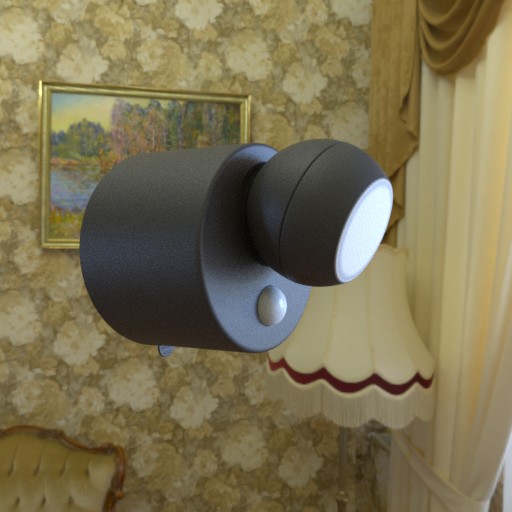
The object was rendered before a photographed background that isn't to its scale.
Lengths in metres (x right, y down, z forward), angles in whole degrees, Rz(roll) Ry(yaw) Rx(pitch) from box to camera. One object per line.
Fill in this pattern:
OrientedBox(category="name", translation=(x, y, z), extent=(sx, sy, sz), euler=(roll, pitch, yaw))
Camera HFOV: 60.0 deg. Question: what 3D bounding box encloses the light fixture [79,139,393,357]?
OrientedBox(category="light fixture", translation=(0.000, 0.000, 0.269), extent=(0.160, 0.143, 0.134), euler=(0, 1, 35))
